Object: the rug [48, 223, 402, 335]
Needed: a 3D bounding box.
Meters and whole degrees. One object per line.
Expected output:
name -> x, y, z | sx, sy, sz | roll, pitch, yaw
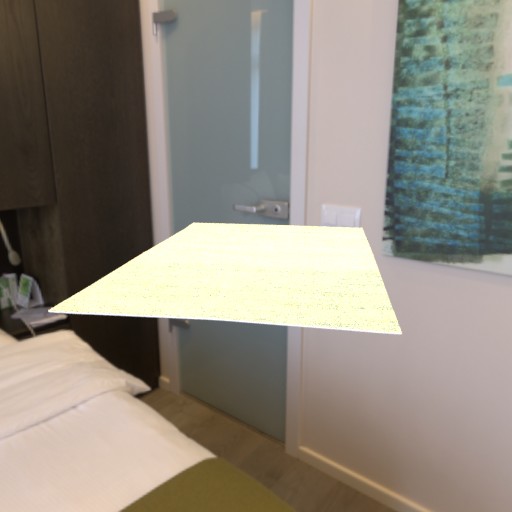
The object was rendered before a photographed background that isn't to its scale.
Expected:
rug -> 0.000, 0.000, 3.038 | 1.593, 0.029, 2.305 | 2, 15, 9
